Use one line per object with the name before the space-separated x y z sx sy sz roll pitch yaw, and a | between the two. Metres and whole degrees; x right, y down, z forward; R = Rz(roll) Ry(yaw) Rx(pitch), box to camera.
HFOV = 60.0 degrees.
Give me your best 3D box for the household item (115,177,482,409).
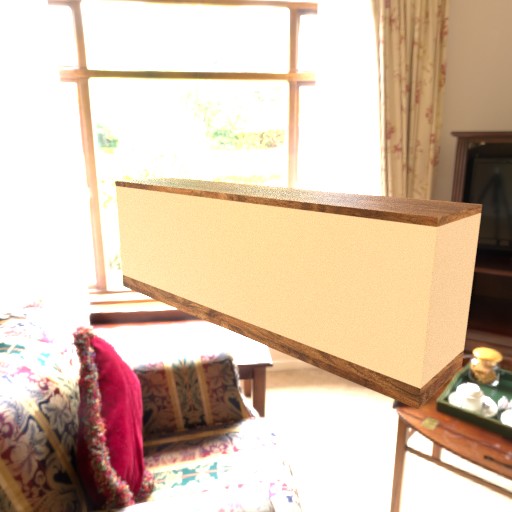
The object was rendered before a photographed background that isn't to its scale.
household item | 0.000 0.000 2.069 1.800 0.615 0.390 13 19 42
